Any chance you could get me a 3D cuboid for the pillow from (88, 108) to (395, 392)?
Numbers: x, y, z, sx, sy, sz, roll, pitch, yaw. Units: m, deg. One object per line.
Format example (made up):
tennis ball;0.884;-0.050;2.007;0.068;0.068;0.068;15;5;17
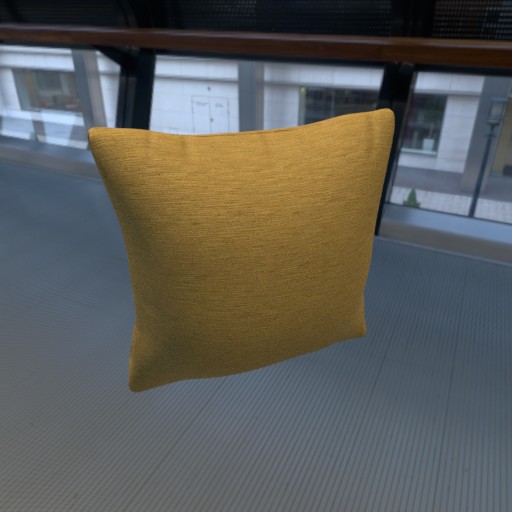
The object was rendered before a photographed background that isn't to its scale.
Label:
pillow;0.000;0.000;0.686;0.435;0.417;0.247;-9;29;-17
